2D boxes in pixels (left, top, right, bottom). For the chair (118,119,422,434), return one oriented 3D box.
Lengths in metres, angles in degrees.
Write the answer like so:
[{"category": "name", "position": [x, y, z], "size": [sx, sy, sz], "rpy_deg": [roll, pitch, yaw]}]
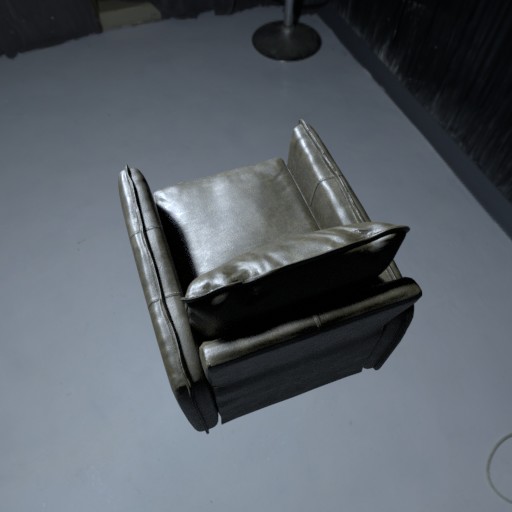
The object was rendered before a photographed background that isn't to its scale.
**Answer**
[{"category": "chair", "position": [0.000, 0.000, 1.584], "size": [0.830, 0.921, 0.921], "rpy_deg": [-17, 60, -10]}]
